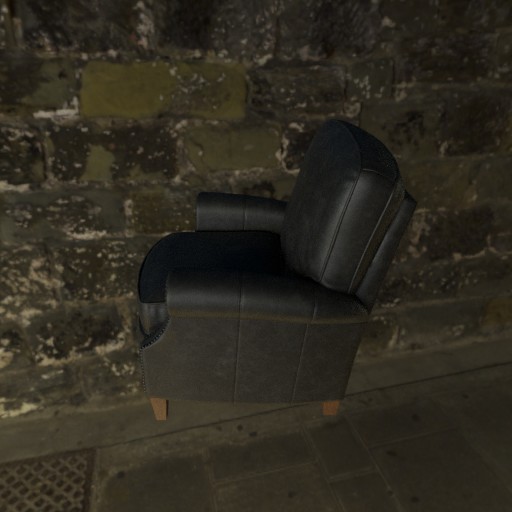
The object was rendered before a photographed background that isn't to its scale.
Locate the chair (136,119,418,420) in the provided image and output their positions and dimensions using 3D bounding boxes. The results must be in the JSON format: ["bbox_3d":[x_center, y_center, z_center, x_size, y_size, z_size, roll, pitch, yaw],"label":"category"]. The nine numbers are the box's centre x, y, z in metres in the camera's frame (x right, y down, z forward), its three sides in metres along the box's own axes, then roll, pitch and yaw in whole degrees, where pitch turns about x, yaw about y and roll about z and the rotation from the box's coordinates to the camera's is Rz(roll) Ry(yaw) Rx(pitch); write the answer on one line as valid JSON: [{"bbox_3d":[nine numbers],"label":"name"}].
[{"bbox_3d":[0.000,0.000,1.785,0.986,1.018,0.936,0,26,0],"label":"chair"}]
